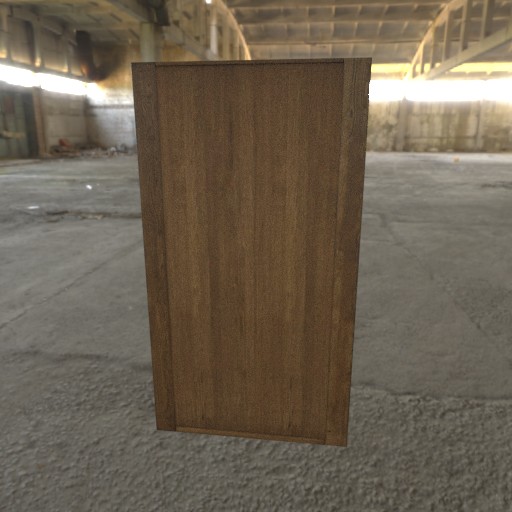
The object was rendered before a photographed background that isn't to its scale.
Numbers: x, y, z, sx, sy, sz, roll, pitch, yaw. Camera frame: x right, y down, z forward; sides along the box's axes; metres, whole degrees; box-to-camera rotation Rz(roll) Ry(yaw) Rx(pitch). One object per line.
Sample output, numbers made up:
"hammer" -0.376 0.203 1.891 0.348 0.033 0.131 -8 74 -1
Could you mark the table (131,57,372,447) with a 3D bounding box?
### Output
"table" 0.000 0.000 2.553 1.100 2.000 0.600 2 16 7
